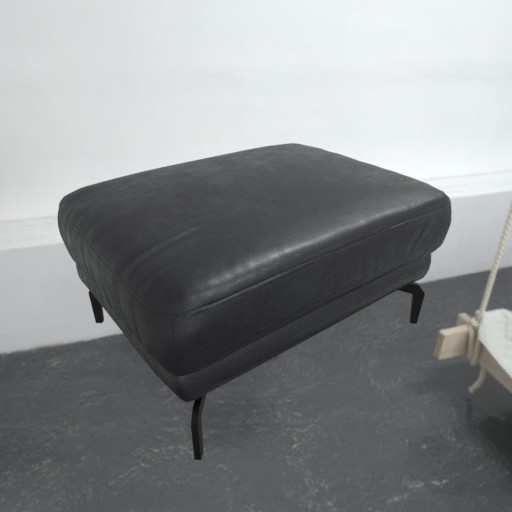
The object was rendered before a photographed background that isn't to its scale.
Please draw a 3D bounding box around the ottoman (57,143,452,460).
[{"bbox_3d":[0.000,0.000,1.077,0.764,0.402,0.570,-21,36,-32],"label":"ottoman"}]
